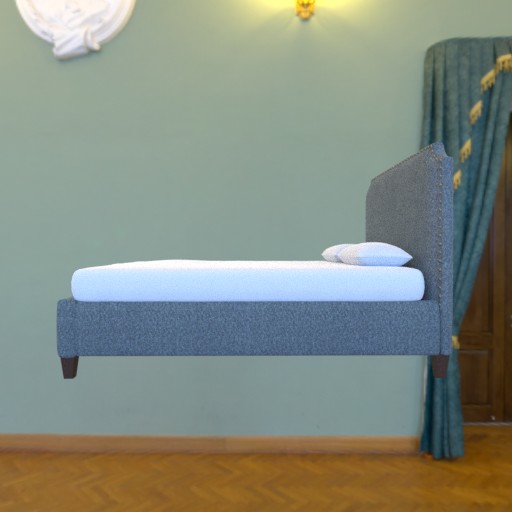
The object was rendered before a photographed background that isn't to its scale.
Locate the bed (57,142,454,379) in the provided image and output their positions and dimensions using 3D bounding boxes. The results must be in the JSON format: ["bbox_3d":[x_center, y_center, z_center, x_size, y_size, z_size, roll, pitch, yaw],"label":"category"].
[{"bbox_3d":[0.000,0.000,3.448,2.372,1.443,1.712,0,1,-1],"label":"bed"}]
